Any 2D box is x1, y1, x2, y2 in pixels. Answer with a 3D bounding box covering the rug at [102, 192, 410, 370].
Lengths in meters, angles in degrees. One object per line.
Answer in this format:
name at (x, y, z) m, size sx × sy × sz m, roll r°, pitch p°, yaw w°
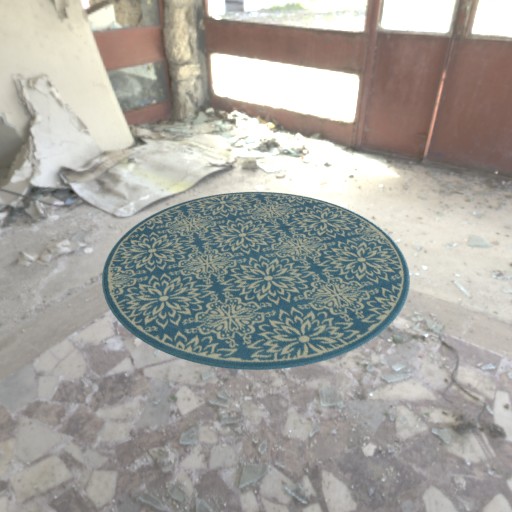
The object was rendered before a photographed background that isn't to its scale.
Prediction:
rug at (0.000, 0.000, 2.387) m, size 1.593 × 0.012 × 1.593 m, roll 0°, pitch 34°, yaw 0°
